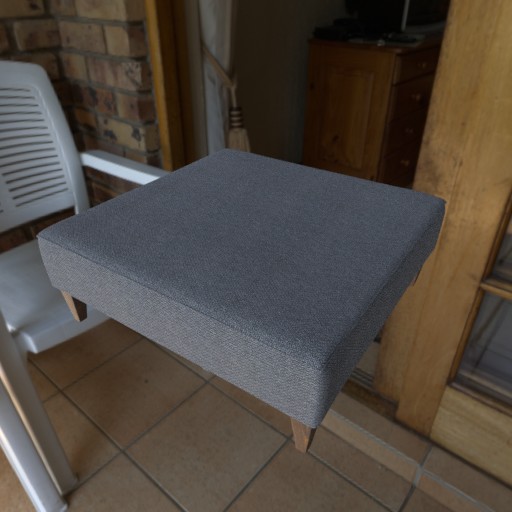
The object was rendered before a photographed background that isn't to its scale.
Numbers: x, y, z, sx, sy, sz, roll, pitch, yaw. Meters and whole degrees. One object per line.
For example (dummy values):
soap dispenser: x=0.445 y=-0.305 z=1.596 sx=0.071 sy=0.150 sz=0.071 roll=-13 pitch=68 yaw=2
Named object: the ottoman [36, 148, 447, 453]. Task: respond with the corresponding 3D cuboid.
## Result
ottoman: x=0.000 y=0.000 z=1.524 sx=0.981 sy=0.378 sz=0.970 roll=20 pitch=38 yaw=28
